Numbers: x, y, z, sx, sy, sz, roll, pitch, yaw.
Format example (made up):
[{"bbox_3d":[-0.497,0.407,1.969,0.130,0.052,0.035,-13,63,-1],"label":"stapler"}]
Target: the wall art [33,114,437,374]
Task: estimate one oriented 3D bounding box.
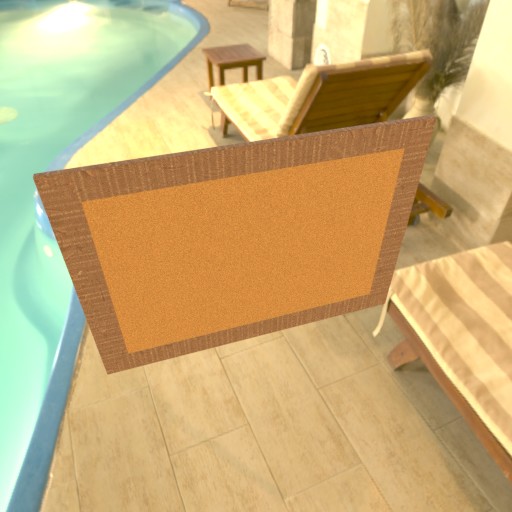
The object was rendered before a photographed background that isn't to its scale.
[{"bbox_3d":[0.000,0.000,1.370,1.056,0.761,0.020,-12,42,-13],"label":"wall art"}]
